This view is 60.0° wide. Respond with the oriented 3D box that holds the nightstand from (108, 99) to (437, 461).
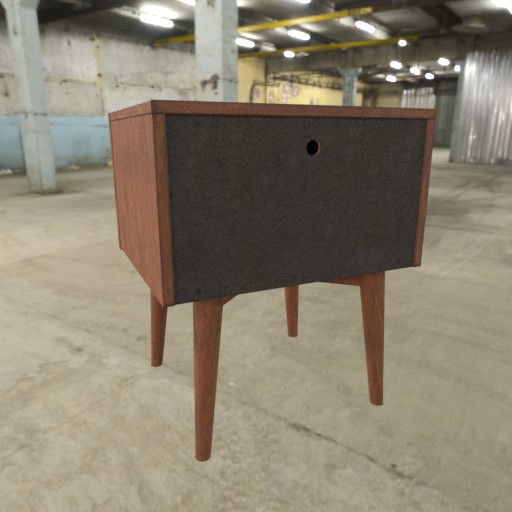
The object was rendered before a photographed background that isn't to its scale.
[{"bbox_3d":[0.000,0.000,0.975,0.521,0.607,0.445,-7,17,-24],"label":"nightstand"}]
